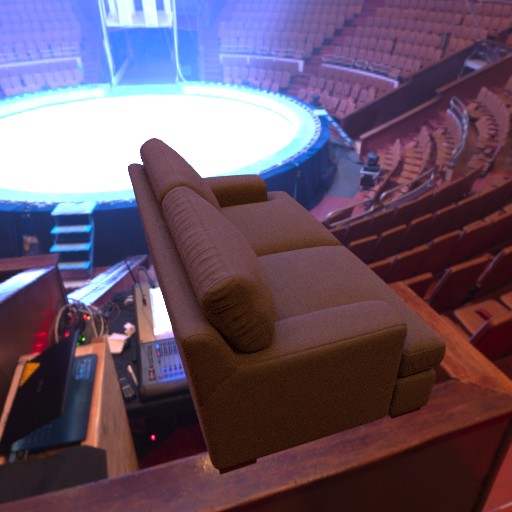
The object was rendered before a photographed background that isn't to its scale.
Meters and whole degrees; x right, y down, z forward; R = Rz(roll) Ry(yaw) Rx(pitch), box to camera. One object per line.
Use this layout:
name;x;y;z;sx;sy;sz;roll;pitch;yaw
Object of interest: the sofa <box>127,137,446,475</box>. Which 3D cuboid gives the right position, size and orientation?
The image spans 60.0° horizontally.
sofa;0.000;0.000;2.447;1.140;0.950;1.869;-10;32;-17
